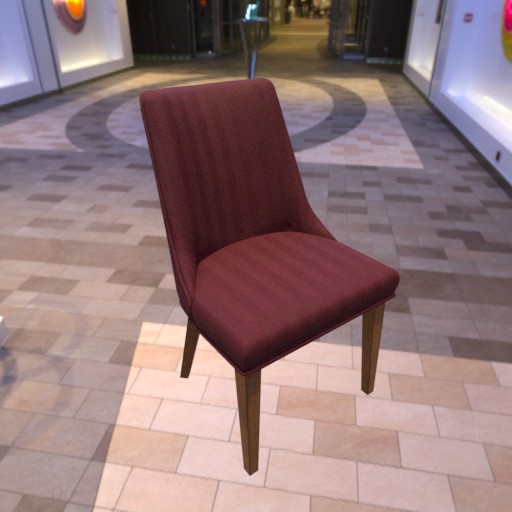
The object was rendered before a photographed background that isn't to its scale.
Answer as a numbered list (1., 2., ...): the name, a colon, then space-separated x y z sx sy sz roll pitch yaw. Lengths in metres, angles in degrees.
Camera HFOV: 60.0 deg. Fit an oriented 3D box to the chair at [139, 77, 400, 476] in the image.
1. chair: 0.000 0.000 1.317 0.548 0.916 0.638 -20 35 -31
